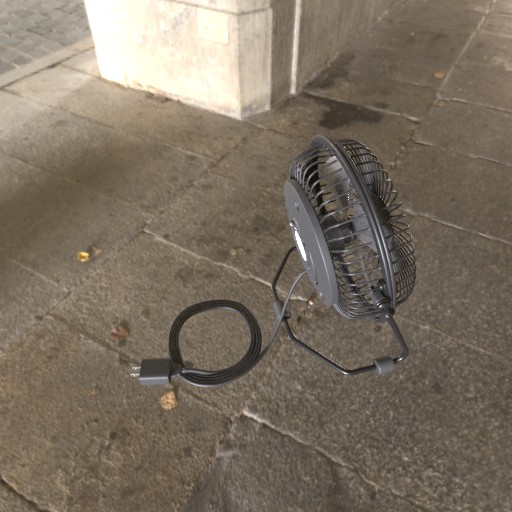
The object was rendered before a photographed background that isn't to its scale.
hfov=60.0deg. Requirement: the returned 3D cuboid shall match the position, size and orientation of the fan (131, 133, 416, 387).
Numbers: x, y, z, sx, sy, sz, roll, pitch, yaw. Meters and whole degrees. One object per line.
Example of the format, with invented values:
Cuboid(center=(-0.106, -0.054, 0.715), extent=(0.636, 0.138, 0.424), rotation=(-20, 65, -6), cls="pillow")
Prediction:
Cuboid(center=(0.000, 0.000, 0.307), extent=(0.202, 0.152, 0.153), rotation=(-11, 47, -11), cls="fan")
